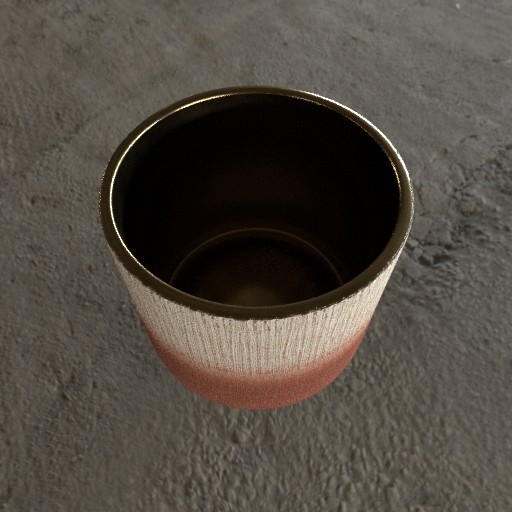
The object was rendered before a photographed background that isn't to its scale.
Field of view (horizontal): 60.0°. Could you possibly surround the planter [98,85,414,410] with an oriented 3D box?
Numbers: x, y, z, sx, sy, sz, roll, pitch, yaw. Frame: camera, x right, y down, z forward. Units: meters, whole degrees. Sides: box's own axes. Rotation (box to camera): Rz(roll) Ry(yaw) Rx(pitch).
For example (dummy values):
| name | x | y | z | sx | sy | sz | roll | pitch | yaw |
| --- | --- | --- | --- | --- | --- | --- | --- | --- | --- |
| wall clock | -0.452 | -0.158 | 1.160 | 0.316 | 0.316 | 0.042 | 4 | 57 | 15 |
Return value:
| name | x | y | z | sx | sy | sz | roll | pitch | yaw |
| --- | --- | --- | --- | --- | --- | --- | --- | --- | --- |
| planter | 0.000 | 0.000 | 0.445 | 0.254 | 0.221 | 0.254 | 0 | 56 | 0 |
